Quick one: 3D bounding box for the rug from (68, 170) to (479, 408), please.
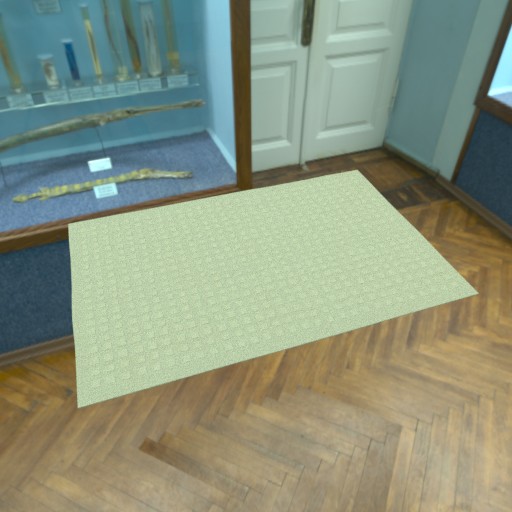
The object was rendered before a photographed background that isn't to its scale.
[{"bbox_3d":[0.000,0.000,2.197,1.747,0.006,1.143,-13,43,-14],"label":"rug"}]
